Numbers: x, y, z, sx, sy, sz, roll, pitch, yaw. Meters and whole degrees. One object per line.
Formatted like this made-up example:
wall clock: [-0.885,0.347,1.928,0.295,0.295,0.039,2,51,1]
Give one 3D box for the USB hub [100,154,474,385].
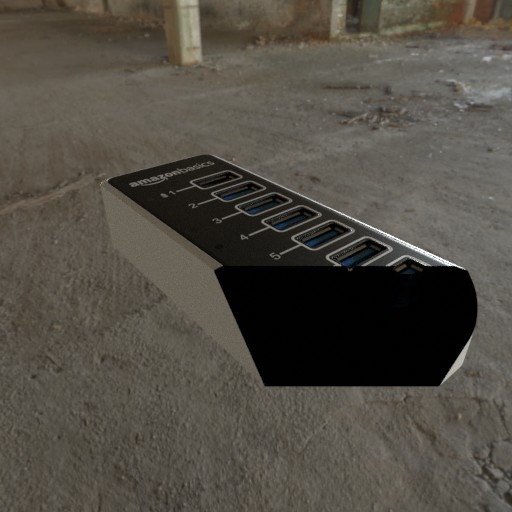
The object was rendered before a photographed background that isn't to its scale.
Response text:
USB hub: [0.000,0.000,0.125,0.044,0.023,0.110,-24,39,-33]
